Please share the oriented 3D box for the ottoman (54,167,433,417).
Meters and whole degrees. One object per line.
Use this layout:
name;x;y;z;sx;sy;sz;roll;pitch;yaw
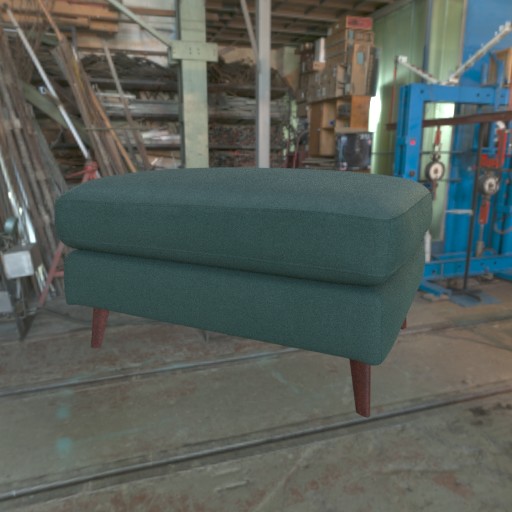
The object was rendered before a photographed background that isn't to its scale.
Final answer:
ottoman;0.000;0.000;1.154;0.811;0.449;0.608;6;15;25
